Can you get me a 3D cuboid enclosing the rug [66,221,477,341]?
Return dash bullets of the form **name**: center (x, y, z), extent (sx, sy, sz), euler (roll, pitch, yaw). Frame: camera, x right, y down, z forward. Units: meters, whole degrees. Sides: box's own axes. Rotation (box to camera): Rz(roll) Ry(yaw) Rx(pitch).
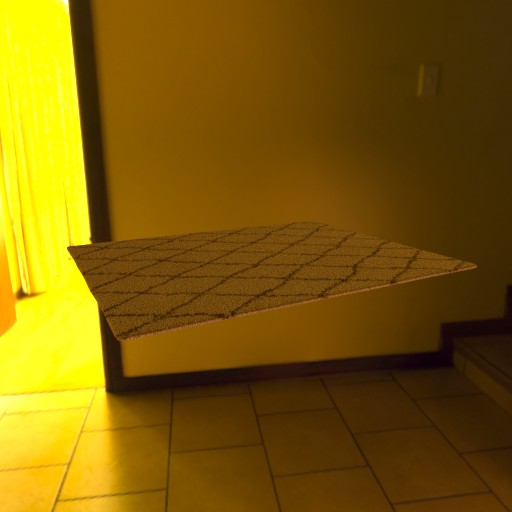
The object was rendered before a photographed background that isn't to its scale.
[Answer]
- **rug**: center (0.000, 0.000, 4.151), extent (3.047, 0.029, 2.438), euler (-8, 17, -28)
